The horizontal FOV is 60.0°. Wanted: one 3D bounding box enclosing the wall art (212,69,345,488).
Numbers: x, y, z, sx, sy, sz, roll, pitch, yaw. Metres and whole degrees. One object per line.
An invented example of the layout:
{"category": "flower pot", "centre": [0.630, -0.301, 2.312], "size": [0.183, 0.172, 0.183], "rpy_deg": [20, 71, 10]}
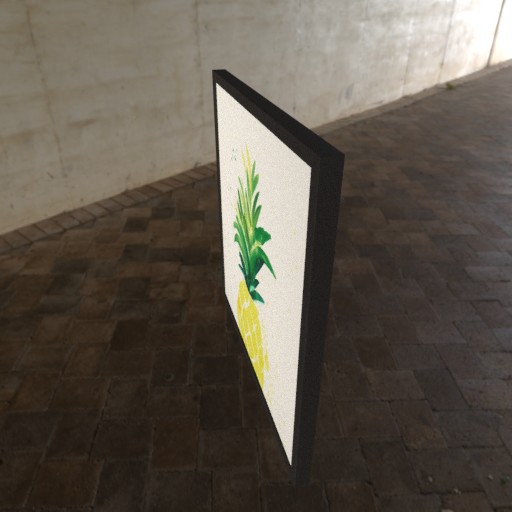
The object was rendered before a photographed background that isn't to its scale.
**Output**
{"category": "wall art", "centre": [0.000, 0.000, 1.107], "size": [0.037, 0.760, 0.762], "rpy_deg": [-8, 32, -13]}
